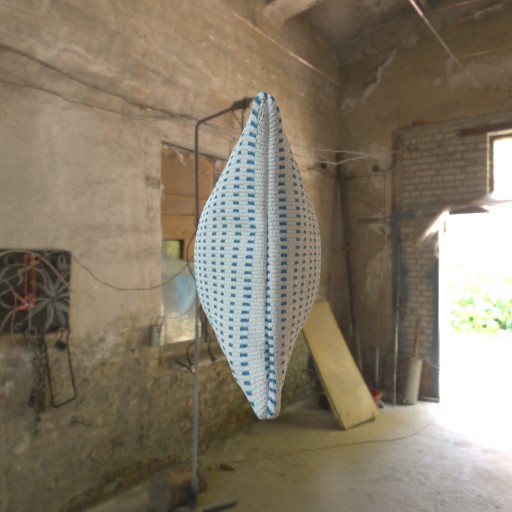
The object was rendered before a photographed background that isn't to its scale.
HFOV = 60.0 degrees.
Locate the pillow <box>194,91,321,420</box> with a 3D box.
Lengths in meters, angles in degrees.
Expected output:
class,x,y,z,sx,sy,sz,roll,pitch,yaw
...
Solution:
class,x,y,z,sx,sy,sz,roll,pitch,yaw
pillow,0.000,0.000,0.784,0.210,0.353,0.640,0,0,0
